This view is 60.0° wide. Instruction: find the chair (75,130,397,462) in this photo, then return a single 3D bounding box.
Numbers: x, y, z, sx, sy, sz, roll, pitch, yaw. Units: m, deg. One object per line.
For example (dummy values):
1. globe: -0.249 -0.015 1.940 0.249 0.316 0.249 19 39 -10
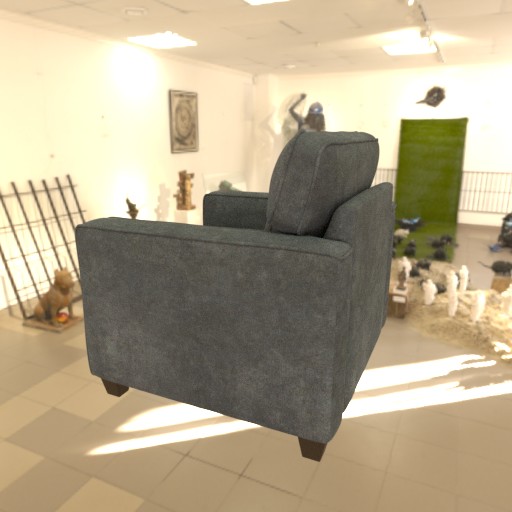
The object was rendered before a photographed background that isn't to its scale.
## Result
1. chair: 0.000 0.000 1.777 0.939 0.965 1.015 7 17 24
